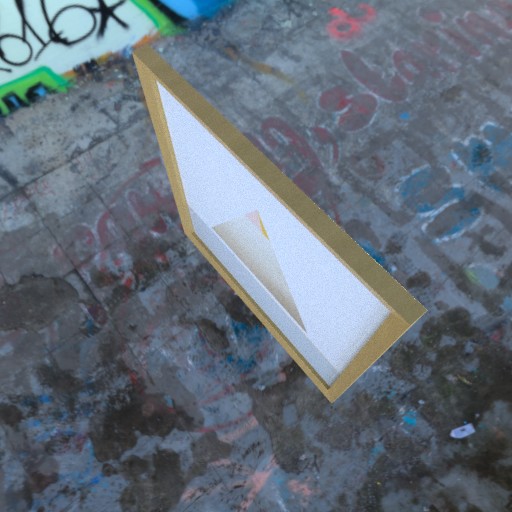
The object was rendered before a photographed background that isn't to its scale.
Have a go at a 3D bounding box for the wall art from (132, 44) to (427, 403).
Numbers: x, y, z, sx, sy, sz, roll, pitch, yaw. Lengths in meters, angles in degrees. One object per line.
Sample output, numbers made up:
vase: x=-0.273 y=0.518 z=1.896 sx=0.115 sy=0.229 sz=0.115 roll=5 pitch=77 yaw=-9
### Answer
wall art: x=0.000 y=0.000 z=2.873 sx=0.097 sy=1.936 sz=1.935 roll=-36 pitch=69 yaw=-17
